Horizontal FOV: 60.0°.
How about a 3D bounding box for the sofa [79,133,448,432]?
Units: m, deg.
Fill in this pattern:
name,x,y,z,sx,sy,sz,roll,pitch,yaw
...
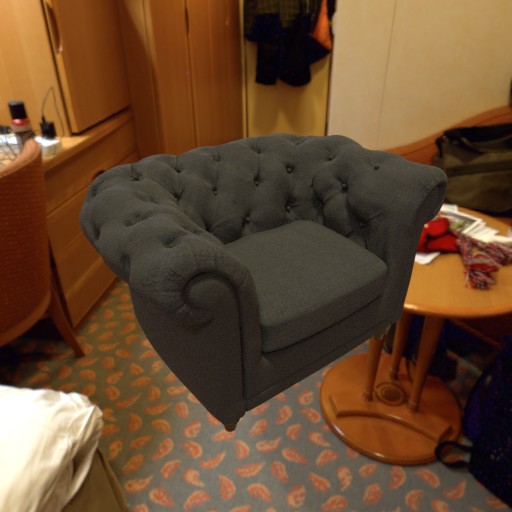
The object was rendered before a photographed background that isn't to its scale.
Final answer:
name,x,y,z,sx,sy,sz,roll,pitch,yaw
sofa,0.000,0.000,2.025,1.405,0.878,1.032,-21,36,-31
